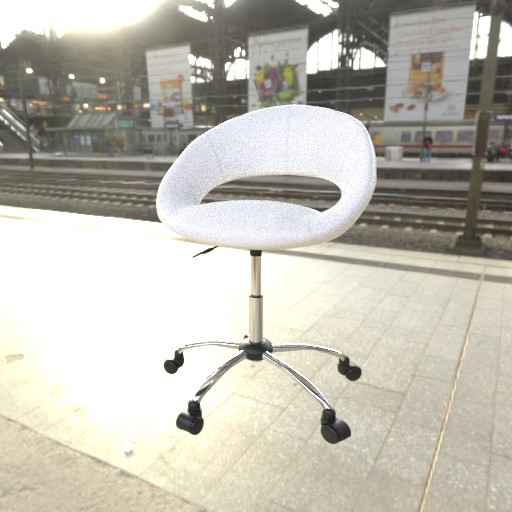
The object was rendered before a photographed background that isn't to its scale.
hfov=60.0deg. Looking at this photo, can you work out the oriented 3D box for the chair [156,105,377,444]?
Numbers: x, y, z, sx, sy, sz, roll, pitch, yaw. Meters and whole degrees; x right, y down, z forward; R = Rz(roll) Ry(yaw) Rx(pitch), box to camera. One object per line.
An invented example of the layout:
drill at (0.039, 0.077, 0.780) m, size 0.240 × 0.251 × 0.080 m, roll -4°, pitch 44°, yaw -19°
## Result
chair at (0.000, 0.000, 1.177) m, size 0.612 × 0.791 × 0.538 m, roll 7°, pitch 16°, yaw 26°
